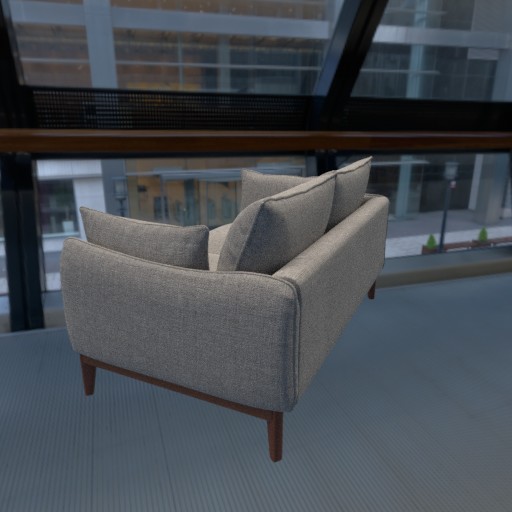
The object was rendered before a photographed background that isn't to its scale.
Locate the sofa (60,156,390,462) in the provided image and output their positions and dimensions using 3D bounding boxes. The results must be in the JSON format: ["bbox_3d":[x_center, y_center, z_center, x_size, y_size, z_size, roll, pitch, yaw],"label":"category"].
[{"bbox_3d":[0.000,0.000,2.113,0.972,0.851,1.580,8,20,24],"label":"sofa"}]
